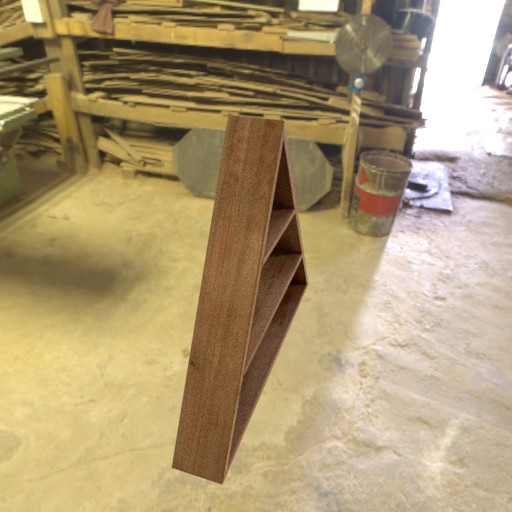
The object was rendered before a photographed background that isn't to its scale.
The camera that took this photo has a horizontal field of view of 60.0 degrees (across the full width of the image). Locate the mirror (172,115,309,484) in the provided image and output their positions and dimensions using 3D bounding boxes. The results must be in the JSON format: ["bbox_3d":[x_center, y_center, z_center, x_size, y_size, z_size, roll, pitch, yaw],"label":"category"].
[{"bbox_3d":[0.000,0.000,0.889,0.100,0.548,0.631,11,34,16],"label":"mirror"}]
